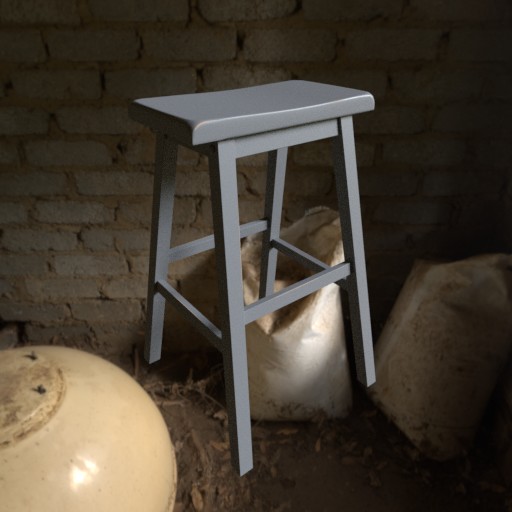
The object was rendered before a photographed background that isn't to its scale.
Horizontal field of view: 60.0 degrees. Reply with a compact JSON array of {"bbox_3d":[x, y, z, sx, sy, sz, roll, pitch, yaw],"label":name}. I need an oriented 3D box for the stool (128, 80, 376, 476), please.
[{"bbox_3d":[0.000,0.000,1.070,0.457,0.737,0.476,-21,36,-32],"label":"stool"}]
